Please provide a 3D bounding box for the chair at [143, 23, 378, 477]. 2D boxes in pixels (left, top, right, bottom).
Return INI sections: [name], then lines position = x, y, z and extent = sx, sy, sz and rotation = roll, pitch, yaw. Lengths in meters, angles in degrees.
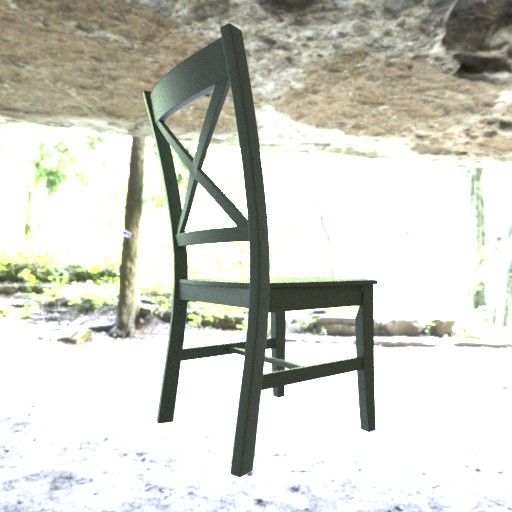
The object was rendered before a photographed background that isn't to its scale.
[chair]
position = 0.000, 0.000, 1.279
extent = 0.542, 0.983, 0.485
rotation = 1, -2, -36
